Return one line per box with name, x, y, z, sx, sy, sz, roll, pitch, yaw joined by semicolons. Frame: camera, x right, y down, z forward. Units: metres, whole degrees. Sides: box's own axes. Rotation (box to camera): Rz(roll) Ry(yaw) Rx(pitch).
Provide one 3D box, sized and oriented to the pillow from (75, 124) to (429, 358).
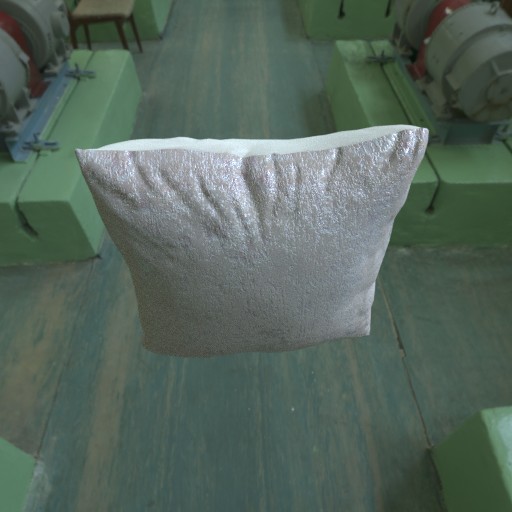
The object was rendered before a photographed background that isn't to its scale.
pillow;0.000;0.000;0.714;0.450;0.448;0.245;-3;47;-2
